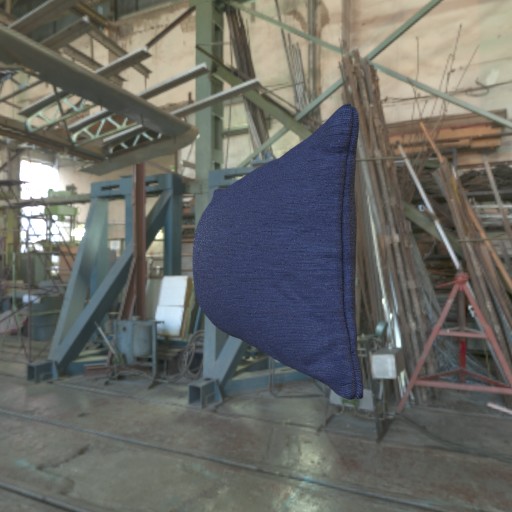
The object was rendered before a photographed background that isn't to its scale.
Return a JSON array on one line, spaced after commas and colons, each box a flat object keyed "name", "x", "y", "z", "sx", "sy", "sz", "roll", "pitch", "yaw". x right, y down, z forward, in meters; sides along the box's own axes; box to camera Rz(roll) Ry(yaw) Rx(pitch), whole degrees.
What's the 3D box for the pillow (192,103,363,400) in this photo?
[{"name": "pillow", "x": 0.000, "y": 0.000, "z": 0.793, "sx": 0.210, "sy": 0.338, "sz": 0.633, "roll": 0, "pitch": -1, "yaw": -19}]
